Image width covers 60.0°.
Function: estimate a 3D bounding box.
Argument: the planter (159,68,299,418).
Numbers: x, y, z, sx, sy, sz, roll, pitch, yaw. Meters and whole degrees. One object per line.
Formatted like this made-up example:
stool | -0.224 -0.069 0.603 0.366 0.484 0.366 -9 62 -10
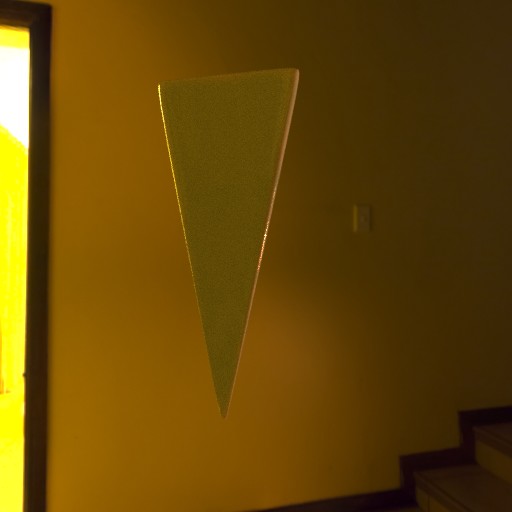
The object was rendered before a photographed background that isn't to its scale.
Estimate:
planter | 0.000 0.000 0.223 0.080 0.178 0.064 1 -2 -35
